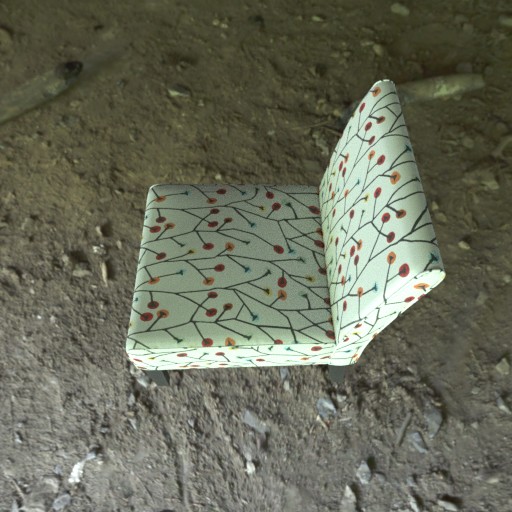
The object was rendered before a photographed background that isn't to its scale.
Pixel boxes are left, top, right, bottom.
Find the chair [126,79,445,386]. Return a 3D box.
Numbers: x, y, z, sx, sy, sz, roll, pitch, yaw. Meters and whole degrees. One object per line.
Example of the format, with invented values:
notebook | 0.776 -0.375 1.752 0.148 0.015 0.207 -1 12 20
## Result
chair | 0.000 0.000 1.333 0.732 0.813 0.597 -1 59 0
